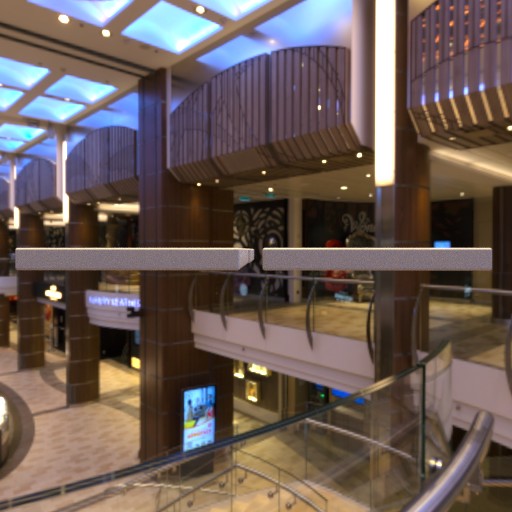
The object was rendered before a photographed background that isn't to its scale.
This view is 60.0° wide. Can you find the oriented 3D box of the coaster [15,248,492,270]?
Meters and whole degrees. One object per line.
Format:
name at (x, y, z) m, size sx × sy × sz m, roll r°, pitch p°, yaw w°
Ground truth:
coaster at (0.000, 0.000, 0.308) m, size 0.214 × 0.010 × 0.219 m, roll 0°, pitch 1°, yaw 1°
